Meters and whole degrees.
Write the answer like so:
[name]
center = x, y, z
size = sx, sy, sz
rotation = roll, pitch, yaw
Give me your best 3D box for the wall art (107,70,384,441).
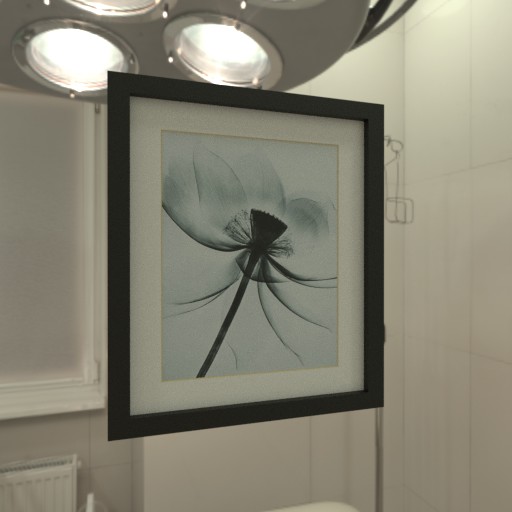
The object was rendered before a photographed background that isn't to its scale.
[wall art]
center = 0.000, 0.000, 0.520
size = 0.330, 0.381, 0.029
rotation = 0, 0, -18
